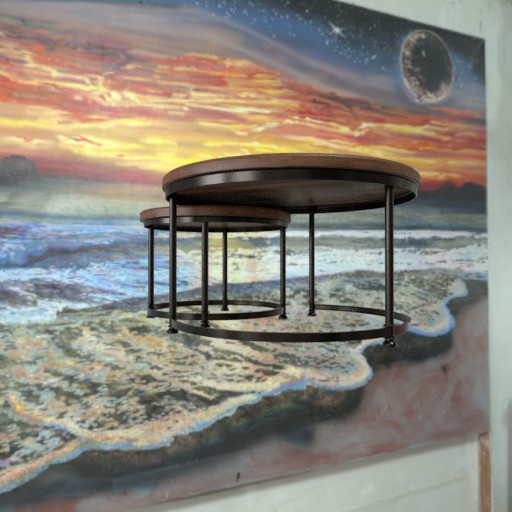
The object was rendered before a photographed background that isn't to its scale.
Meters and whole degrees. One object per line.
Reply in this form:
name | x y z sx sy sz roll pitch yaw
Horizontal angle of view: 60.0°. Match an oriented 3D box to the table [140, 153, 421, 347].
table | 0.000 0.000 1.638 1.152 0.516 0.870 0 -1 36
